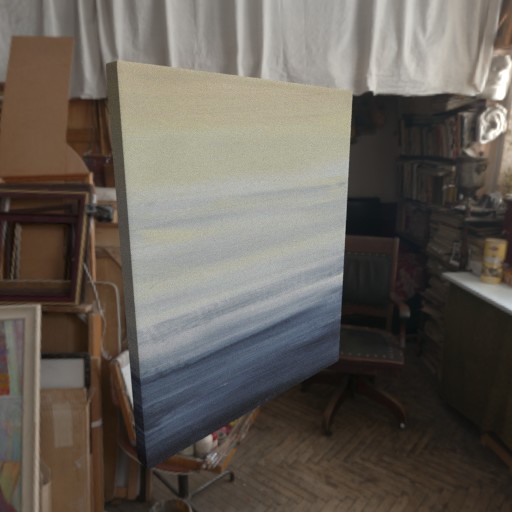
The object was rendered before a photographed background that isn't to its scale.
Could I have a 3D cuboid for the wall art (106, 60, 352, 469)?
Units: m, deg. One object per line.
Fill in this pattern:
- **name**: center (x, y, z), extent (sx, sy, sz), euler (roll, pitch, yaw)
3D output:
- **wall art**: center (0.000, 0.000, 0.954), extent (0.608, 0.710, 0.041), euler (-14, 20, -43)
